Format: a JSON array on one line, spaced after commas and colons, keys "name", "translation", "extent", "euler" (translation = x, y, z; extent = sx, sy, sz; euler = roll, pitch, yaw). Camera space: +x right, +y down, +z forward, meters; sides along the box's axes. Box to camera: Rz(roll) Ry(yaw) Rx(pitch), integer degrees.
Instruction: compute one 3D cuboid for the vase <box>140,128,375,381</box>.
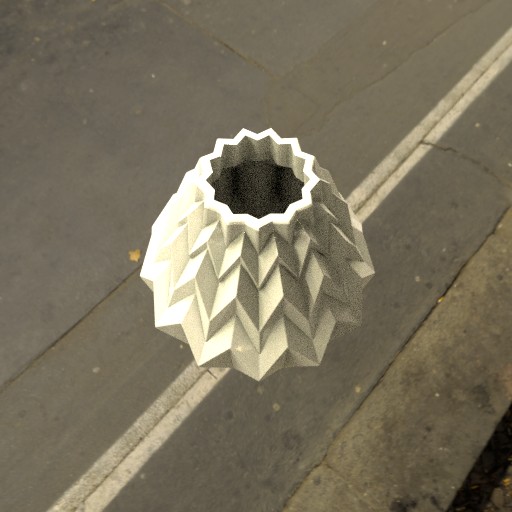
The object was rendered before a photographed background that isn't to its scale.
[{"name": "vase", "translation": [0.000, 0.000, 0.305], "extent": [0.164, 0.185, 0.164], "euler": [0, 64, 0]}]
